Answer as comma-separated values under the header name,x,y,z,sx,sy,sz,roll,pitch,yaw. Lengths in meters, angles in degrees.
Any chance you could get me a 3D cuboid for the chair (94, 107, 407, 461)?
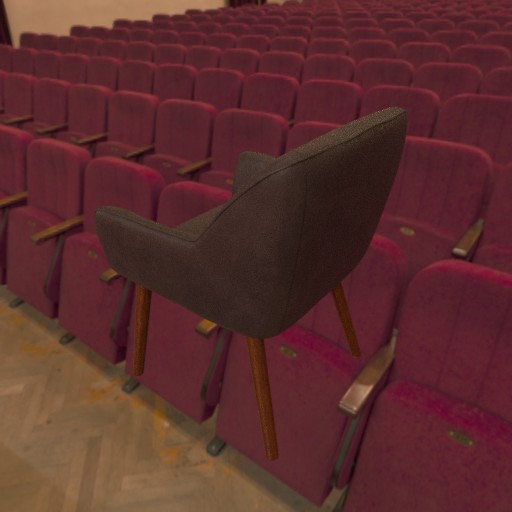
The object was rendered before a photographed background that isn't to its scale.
name,x,y,z,sx,sy,sz,roll,pitch,yaw
chair,0.000,0.000,1.246,0.610,0.828,0.610,21,37,32
